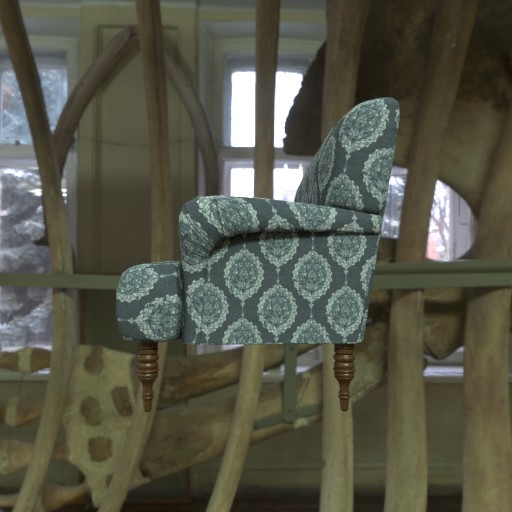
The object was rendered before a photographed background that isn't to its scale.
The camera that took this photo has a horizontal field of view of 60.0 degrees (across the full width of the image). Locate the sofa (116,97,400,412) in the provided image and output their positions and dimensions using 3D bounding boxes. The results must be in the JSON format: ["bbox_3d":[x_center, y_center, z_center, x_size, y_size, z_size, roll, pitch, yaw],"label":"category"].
[{"bbox_3d":[0.000,0.000,1.760,0.779,0.867,1.297,0,-1,-1],"label":"sofa"}]
